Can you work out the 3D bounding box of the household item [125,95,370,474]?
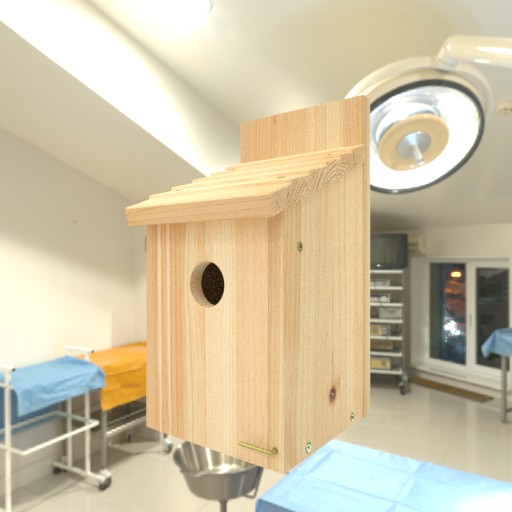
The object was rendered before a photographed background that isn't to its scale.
[{"bbox_3d":[0.000,0.000,0.398,0.149,0.300,0.171,0,0,36],"label":"household item"}]
